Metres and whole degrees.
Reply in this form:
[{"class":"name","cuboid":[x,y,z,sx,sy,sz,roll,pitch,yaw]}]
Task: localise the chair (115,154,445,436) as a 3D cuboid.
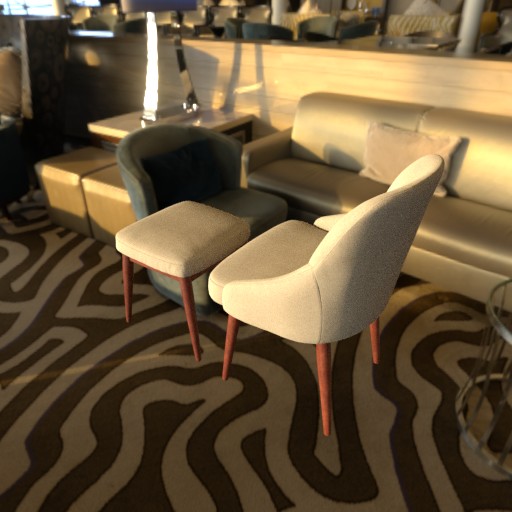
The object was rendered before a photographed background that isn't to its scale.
[{"class":"chair","cuboid":[0.000,0.000,1.594,1.114,0.866,0.584,20,36,30]}]
